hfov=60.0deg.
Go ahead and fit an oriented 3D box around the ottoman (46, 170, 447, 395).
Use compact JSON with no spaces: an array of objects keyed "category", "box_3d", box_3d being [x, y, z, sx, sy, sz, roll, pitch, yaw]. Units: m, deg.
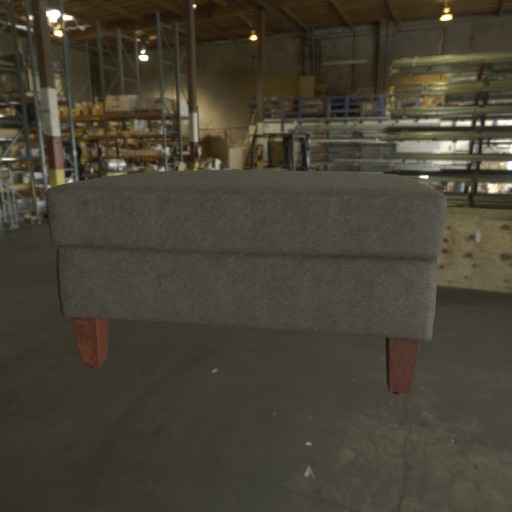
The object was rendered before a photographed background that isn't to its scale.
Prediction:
[{"category":"ottoman","box_3d":[0.000,0.000,1.232,0.839,0.464,0.639,2,13,9]}]
